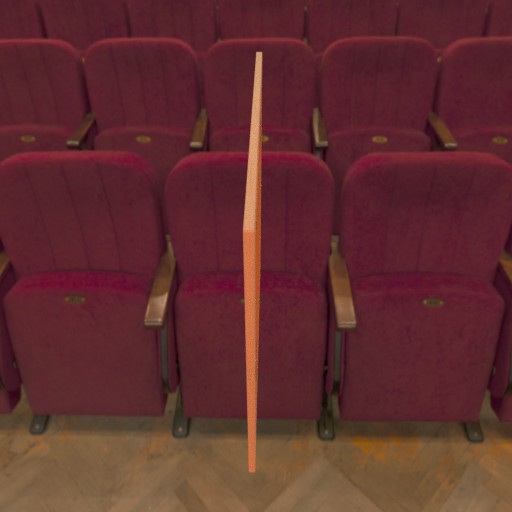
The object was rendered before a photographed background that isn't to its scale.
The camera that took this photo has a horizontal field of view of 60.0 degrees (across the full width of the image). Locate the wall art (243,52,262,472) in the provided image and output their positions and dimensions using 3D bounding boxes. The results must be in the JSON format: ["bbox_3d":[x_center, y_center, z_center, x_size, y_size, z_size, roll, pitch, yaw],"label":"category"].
[{"bbox_3d":[0.000,0.000,0.868,0.013,0.584,0.584,1,41,1],"label":"wall art"}]
